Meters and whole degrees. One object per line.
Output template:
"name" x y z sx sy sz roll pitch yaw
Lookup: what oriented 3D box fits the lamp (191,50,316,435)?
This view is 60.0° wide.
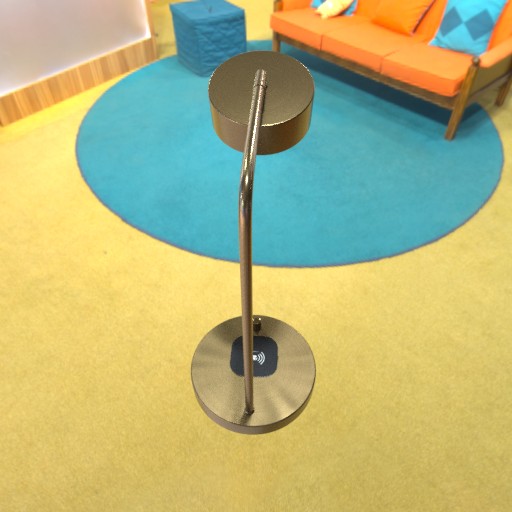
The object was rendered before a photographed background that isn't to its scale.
"lamp" 0.000 0.000 0.522 0.171 0.380 0.270 3 46 3
